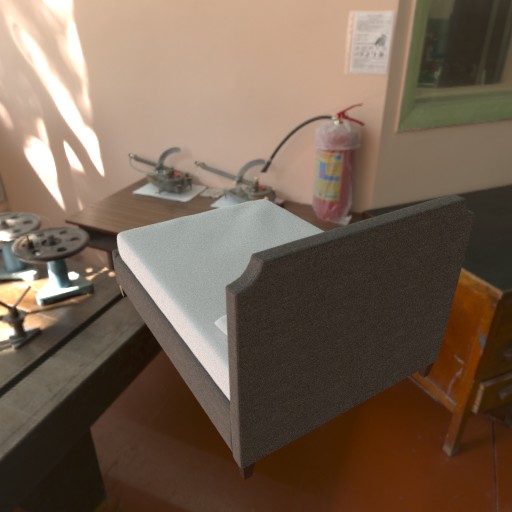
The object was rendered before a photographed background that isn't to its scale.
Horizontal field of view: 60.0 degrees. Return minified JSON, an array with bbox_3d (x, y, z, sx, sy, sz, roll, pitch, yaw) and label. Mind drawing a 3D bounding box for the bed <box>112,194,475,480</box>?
[{"bbox_3d":[0.000,0.000,3.498,1.713,1.457,2.381,-17,33,-28],"label":"bed"}]
